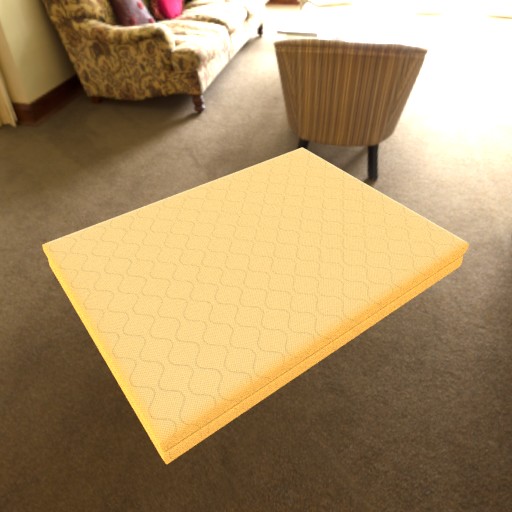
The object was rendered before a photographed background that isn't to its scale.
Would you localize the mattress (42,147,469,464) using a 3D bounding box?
[{"bbox_3d":[0.000,0.000,2.492,1.900,0.200,1.400,-26,47,-27],"label":"mattress"}]
